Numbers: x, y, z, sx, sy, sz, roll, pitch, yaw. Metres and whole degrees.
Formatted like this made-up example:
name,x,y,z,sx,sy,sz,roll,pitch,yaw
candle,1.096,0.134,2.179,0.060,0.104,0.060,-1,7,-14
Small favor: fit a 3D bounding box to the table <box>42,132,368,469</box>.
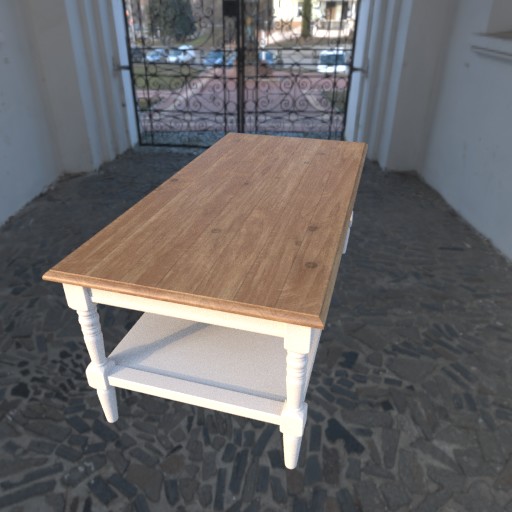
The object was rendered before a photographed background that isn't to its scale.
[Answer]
name,x,y,z,sx,sy,sz,roll,pitch,yaw
table,0.000,0.000,1.382,0.559,0.458,1.118,8,31,14
